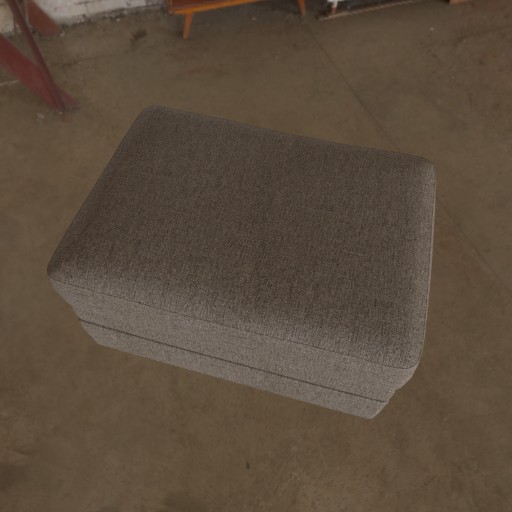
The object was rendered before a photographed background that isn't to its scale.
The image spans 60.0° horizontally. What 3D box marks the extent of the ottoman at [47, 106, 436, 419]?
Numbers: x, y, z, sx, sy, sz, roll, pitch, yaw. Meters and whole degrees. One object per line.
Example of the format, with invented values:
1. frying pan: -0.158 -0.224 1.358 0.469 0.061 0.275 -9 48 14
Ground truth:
1. ottoman: 0.000 0.000 1.268 0.885 0.478 0.637 13 59 8
